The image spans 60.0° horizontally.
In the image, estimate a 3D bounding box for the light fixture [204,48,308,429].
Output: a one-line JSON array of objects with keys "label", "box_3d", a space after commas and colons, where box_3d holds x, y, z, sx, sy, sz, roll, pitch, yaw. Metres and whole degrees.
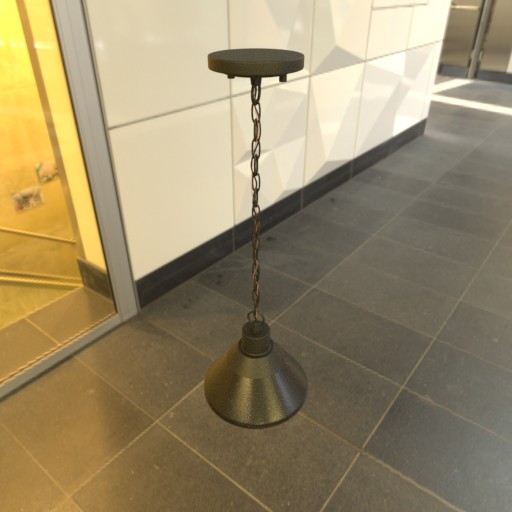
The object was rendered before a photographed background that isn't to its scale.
[{"label": "light fixture", "box_3d": [0.000, 0.000, 0.705, 0.201, 0.588, 0.201, 10, 33, 16]}]
